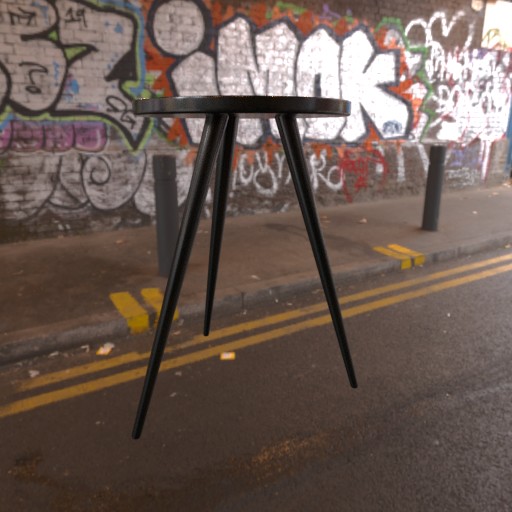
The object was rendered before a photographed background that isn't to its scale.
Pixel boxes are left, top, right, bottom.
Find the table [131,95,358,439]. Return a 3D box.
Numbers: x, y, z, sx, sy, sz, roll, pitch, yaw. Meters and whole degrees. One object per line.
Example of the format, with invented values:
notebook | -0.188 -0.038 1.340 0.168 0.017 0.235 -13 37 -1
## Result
table | 0.000 0.000 0.838 0.415 0.548 0.403 2 16 8
